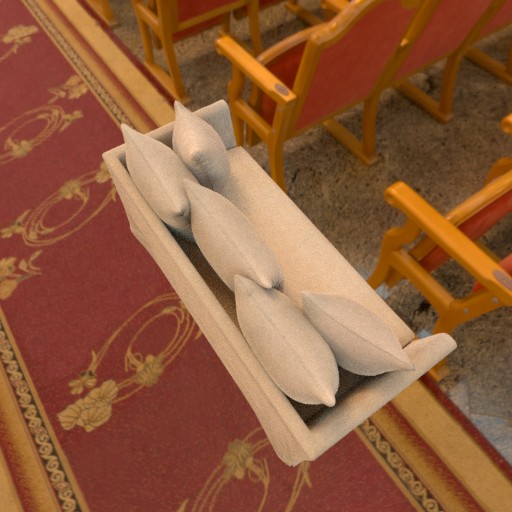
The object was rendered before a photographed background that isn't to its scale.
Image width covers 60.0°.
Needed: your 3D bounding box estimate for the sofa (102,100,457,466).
[{"bbox_3d":[0.000,0.000,2.815,1.031,1.034,2.290,-30,64,-17],"label":"sofa"}]
